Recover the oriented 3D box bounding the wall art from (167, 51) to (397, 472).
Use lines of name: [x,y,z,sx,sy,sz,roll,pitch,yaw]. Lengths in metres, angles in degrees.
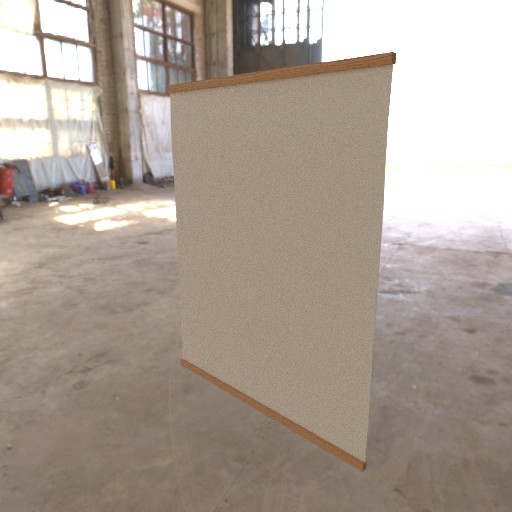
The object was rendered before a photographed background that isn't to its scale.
wall art: [0.000,0.000,0.657,0.010,0.507,0.404,-14,20,-43]
